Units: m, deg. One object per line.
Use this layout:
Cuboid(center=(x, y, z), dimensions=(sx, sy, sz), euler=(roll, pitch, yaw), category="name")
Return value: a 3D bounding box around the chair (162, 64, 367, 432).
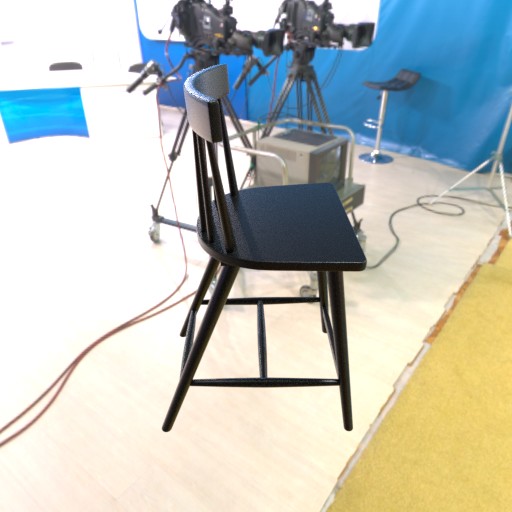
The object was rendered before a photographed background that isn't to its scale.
Cuboid(center=(0.000, 0.000, 1.264), dimensions=(0.572, 0.952, 0.483), euler=(-1, 31, -1), category="chair")
